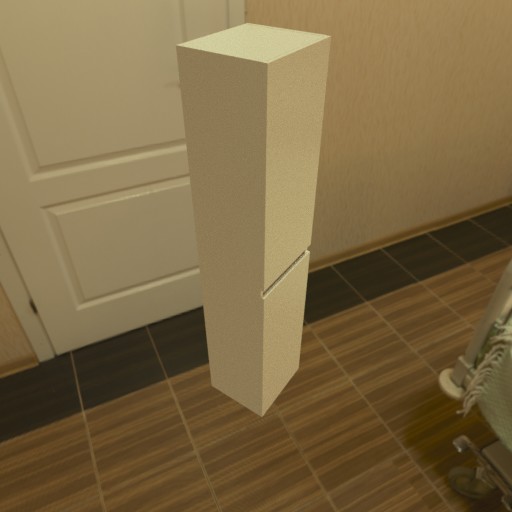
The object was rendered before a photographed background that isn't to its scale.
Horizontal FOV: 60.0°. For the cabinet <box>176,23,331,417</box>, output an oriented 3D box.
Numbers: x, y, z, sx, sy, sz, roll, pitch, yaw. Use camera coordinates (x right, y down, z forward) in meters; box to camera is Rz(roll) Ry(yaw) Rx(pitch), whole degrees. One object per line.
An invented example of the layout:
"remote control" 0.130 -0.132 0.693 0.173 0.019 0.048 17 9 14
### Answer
"cabinet" 0.000 0.000 1.559 0.269 1.400 0.300 24 44 26
